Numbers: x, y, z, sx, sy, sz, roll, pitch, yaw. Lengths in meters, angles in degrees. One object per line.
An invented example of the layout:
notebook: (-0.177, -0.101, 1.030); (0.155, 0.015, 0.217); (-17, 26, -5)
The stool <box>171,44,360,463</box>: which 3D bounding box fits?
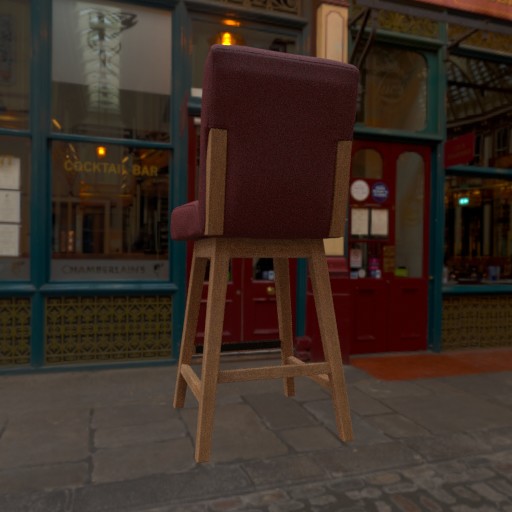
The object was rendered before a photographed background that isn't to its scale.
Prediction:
stool: (0.000, 0.000, 1.373); (0.468, 1.038, 0.562); (0, 0, -18)
